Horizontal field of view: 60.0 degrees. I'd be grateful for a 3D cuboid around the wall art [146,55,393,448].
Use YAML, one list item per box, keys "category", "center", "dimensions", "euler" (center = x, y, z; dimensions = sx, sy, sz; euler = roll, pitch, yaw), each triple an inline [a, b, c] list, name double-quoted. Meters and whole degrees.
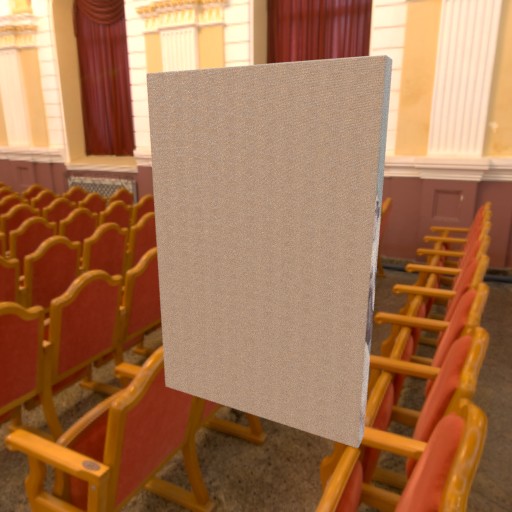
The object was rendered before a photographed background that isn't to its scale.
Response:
- category: "wall art"
  center: [0.000, 0.000, 1.149]
  dimensions: [0.609, 0.911, 0.061]
  euler: [8, 17, 27]
